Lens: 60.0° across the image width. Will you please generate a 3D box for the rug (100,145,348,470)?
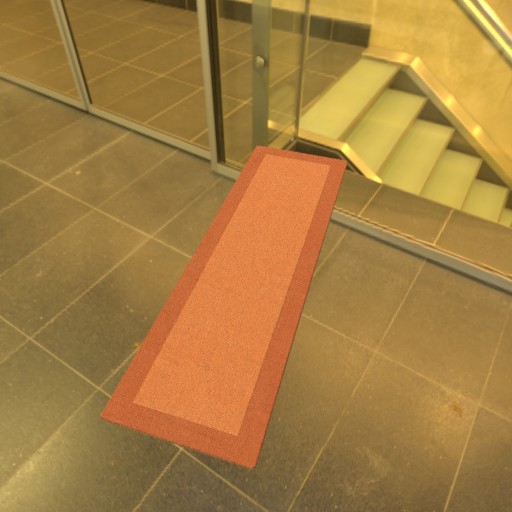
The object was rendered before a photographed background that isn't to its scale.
[{"bbox_3d":[0.000,0.000,2.778,0.914,0.013,2.471,10,47,10],"label":"rug"}]
